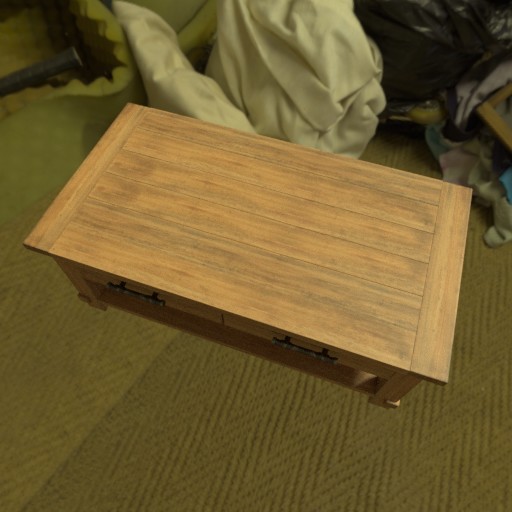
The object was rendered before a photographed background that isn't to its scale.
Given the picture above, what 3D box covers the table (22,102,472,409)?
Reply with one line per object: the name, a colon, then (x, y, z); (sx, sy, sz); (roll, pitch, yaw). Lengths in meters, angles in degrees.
table: (0.000, 0.000, 1.607); (1.270, 0.494, 0.693); (17, 60, 10)
